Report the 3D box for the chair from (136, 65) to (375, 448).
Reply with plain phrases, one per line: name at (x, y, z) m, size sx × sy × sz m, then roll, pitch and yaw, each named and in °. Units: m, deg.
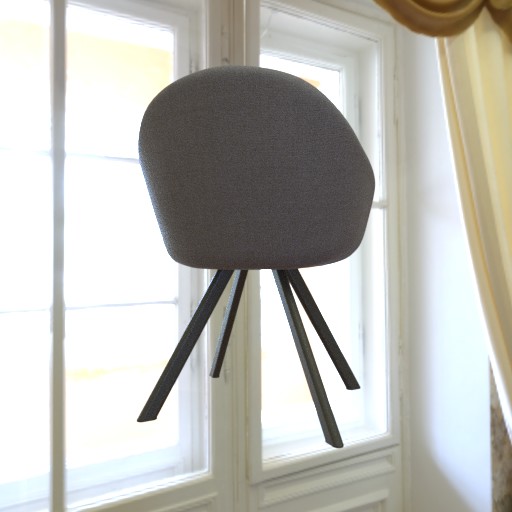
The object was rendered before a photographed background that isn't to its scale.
chair at (0.000, 0.000, 1.161) m, size 0.590 × 0.795 × 0.550 m, roll 0°, pitch 0°, yaw 18°
